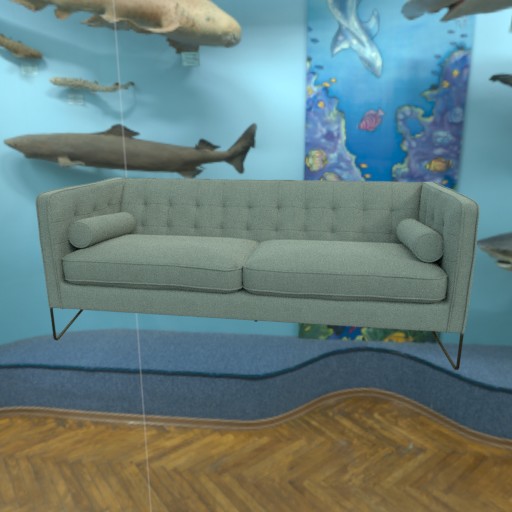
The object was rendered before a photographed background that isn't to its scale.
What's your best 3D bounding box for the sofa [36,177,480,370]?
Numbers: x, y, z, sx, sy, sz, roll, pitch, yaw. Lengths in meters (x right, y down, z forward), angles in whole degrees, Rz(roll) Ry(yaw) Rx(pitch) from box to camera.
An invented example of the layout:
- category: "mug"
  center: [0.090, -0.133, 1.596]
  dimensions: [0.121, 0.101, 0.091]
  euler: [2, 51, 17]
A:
- category: "sofa"
  center: [0.000, 0.000, 2.524]
  dimensions: [2.079, 0.798, 0.912]
  euler: [2, 15, 9]
